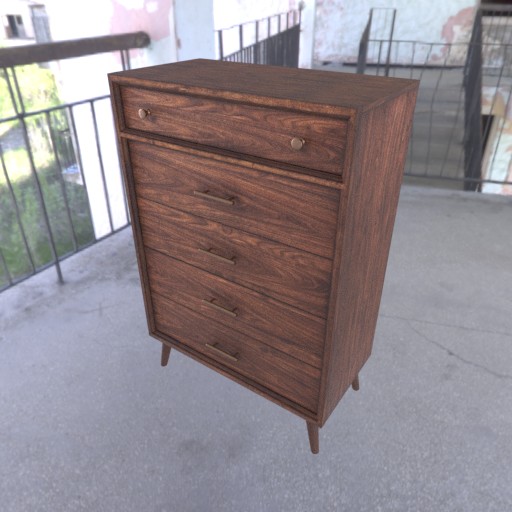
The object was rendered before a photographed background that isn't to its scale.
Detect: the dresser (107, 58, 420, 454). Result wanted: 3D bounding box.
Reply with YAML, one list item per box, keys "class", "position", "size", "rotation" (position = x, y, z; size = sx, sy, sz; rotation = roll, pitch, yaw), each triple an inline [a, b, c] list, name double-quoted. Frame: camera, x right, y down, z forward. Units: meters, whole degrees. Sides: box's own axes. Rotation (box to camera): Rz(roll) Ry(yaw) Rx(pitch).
- class: "dresser"
  position: [0.000, 0.000, 1.800]
  size: [0.919, 1.365, 0.498]
  rotation: [20, 36, 29]
